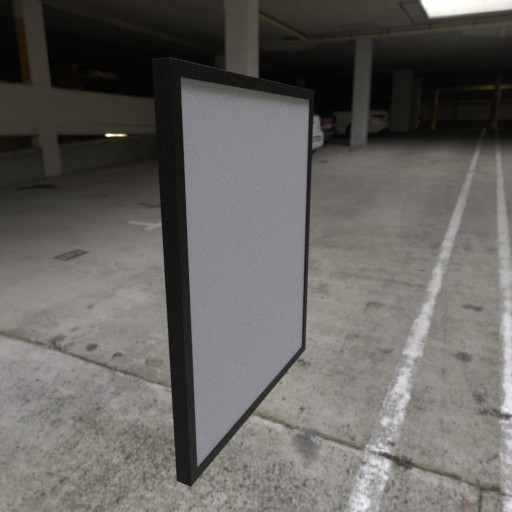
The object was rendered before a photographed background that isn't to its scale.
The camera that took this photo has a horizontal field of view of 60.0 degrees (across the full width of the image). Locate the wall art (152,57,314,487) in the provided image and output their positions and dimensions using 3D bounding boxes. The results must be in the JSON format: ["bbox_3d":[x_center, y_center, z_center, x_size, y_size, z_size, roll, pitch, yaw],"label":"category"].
[{"bbox_3d":[0.000,0.000,0.534,0.018,0.397,0.325,8,17,26],"label":"wall art"}]
